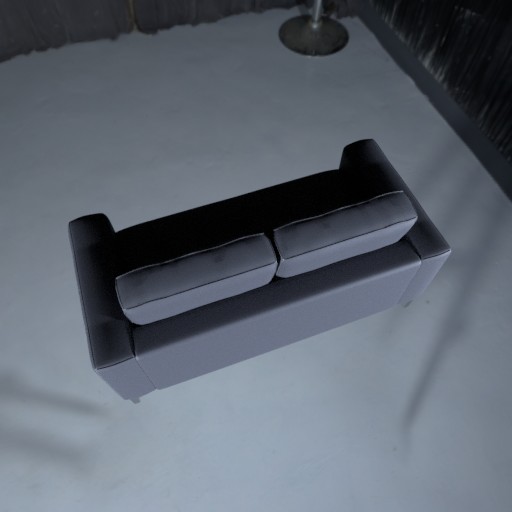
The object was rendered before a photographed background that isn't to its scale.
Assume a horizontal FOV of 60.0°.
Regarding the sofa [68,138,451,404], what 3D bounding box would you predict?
[{"bbox_3d":[0.000,0.000,2.296,1.726,0.893,0.833,-17,60,-10],"label":"sofa"}]
